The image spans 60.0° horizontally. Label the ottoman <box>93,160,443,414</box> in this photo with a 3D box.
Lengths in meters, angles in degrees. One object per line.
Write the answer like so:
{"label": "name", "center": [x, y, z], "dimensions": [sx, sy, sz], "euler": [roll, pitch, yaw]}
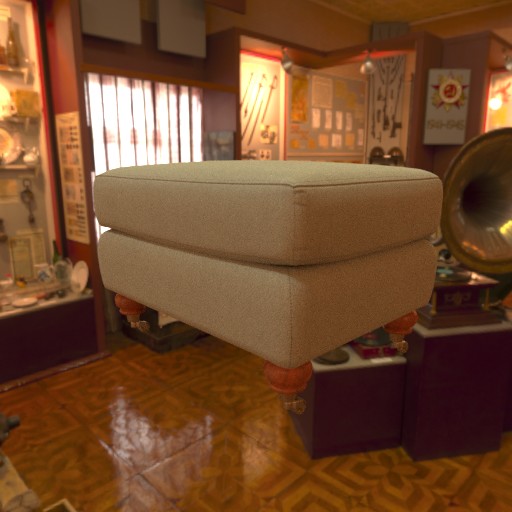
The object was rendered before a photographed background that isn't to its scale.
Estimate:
{"label": "ottoman", "center": [0.000, 0.000, 1.183], "dimensions": [0.569, 0.499, 0.773], "euler": [-11, 16, -43]}
